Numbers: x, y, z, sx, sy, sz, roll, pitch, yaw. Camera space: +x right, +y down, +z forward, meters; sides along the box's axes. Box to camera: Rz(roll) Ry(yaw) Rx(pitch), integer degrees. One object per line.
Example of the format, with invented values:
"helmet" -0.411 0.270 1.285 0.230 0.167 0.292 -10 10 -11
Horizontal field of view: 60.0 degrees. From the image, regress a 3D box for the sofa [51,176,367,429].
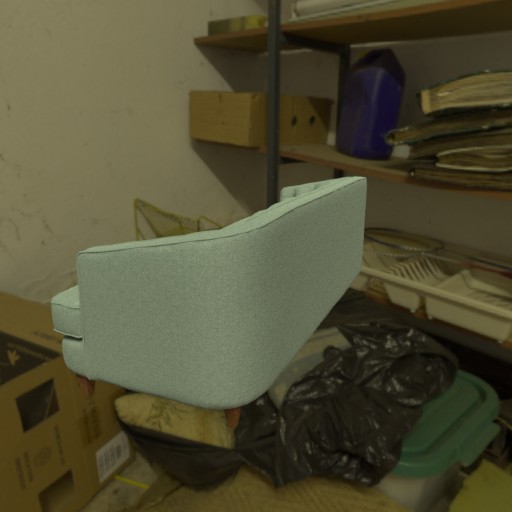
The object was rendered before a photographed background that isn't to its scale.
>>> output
"sofa" 0.000 0.000 2.682 0.941 0.855 2.278 7 17 24
